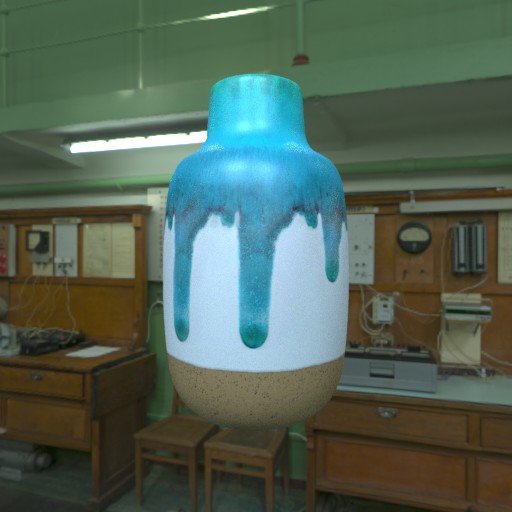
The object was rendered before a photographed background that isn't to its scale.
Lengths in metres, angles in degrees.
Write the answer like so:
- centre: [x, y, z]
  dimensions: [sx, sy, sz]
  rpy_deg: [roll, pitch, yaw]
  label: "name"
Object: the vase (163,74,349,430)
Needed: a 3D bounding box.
- centre: [0.000, 0.000, 0.258]
  dimensions: [0.106, 0.192, 0.106]
  rpy_deg: [0, 1, 0]
  label: "vase"
